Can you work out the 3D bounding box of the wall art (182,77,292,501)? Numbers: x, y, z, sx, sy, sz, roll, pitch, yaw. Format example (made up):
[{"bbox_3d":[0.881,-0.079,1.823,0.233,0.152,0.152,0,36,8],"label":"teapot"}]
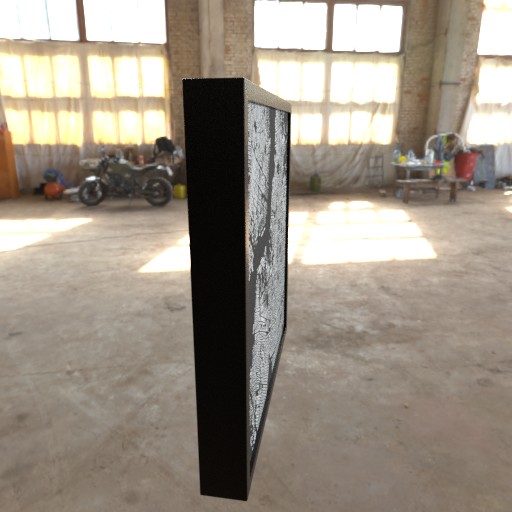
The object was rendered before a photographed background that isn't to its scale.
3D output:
[{"bbox_3d":[0.000,0.000,0.438,0.037,0.299,0.299,3,17,9],"label":"wall art"}]
